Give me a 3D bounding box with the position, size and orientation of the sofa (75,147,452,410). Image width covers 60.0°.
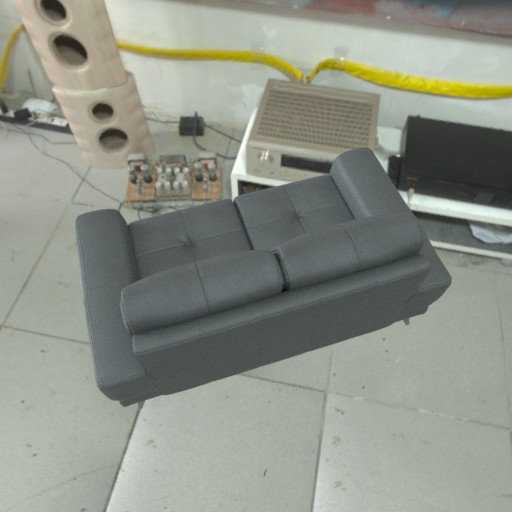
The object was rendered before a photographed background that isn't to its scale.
[{"bbox_3d":[0.000,0.000,2.386,1.806,0.907,1.018,-15,59,-9],"label":"sofa"}]
